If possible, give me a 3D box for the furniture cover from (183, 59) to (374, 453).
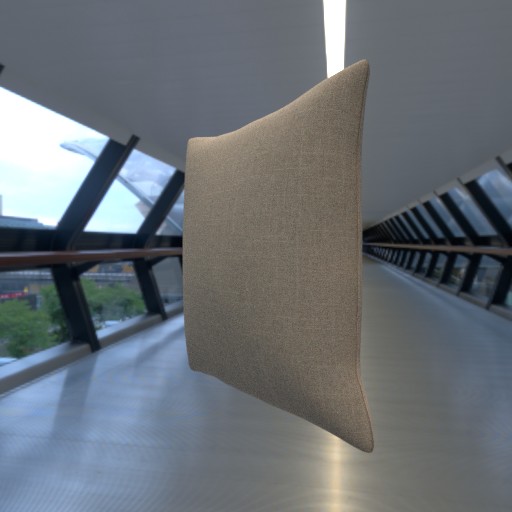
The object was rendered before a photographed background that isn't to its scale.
[{"bbox_3d":[0.000,0.000,0.773,0.178,0.506,0.512,0,1,-35],"label":"furniture cover"}]
